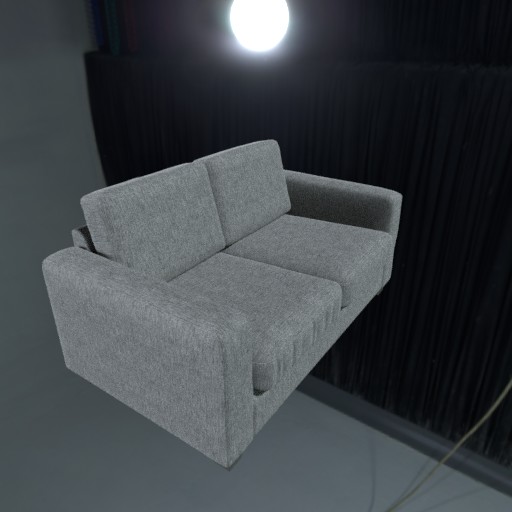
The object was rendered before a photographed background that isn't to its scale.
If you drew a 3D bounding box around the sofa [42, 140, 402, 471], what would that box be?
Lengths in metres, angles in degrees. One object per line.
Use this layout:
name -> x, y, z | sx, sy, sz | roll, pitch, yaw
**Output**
sofa -> 0.000, 0.000, 2.007 | 0.900, 0.800, 1.520 | 17, 31, 31
